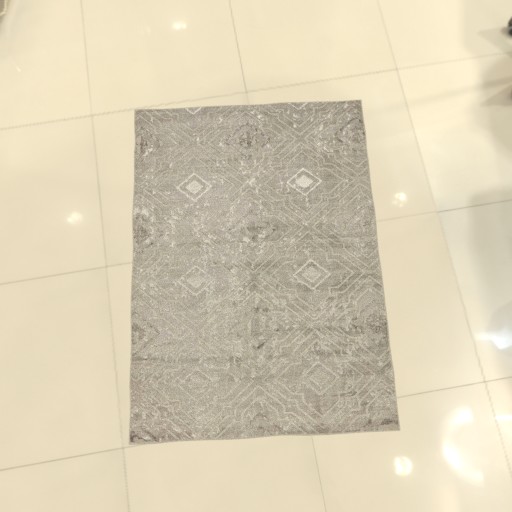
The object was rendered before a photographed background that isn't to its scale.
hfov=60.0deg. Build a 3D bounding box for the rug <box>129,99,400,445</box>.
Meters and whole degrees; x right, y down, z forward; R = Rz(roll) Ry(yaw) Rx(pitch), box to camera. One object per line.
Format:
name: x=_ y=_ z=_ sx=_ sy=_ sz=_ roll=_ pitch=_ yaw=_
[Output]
rug: x=0.000 y=0.000 z=4.361 sx=2.448 sy=0.020 sz=3.359 roll=-3 pitch=76 yaw=-1
